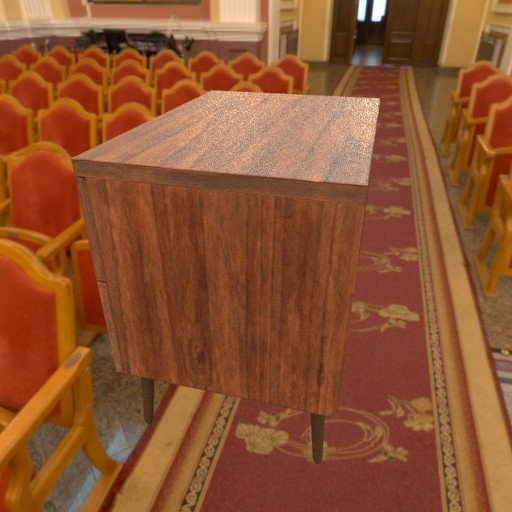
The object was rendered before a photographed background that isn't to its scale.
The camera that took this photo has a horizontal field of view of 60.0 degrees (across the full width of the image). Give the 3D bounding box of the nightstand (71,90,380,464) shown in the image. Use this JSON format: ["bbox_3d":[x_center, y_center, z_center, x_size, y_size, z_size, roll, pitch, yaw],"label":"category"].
[{"bbox_3d":[0.000,0.000,1.019,0.458,0.610,0.610,8,31,13],"label":"nightstand"}]
